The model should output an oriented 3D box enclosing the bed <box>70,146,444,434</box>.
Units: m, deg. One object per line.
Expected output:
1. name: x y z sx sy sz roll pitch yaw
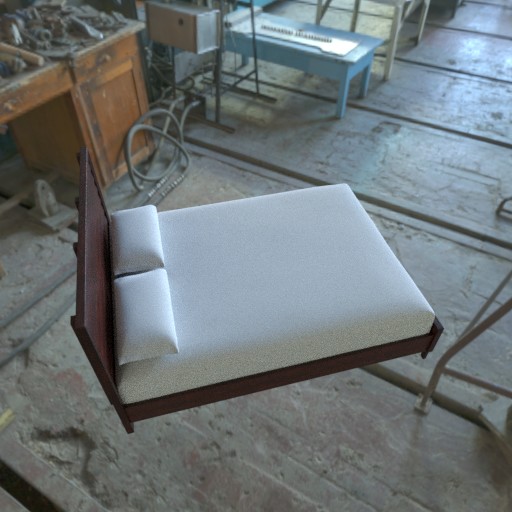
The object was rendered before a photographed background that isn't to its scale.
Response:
1. bed: 0.000 0.000 4.057 2.803 1.492 2.040 -11 47 -10
